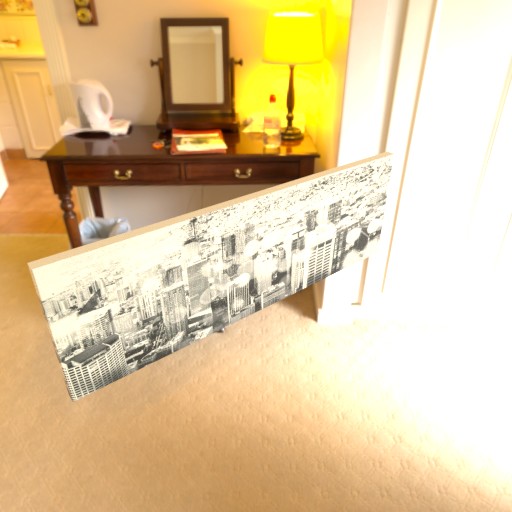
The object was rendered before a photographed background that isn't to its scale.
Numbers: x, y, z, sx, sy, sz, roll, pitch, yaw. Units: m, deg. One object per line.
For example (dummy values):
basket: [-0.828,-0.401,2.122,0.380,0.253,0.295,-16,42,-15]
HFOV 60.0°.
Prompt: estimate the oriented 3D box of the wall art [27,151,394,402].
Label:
wall art: [0.000,0.000,1.702,1.520,0.507,0.044,-22,38,-32]
